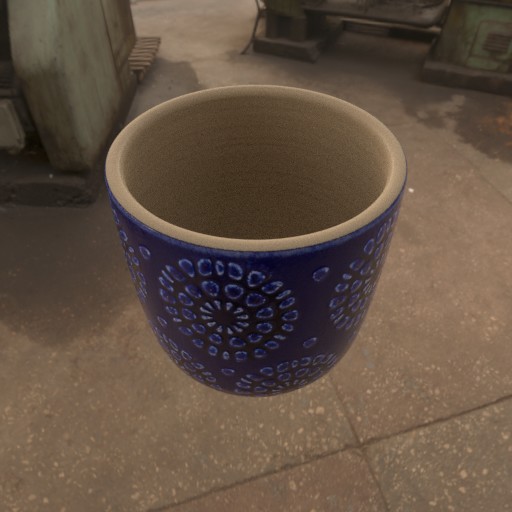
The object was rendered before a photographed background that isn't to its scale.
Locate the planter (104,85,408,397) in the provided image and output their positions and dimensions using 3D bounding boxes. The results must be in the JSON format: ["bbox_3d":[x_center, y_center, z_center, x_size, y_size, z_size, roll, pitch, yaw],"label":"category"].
[{"bbox_3d":[0.000,0.000,0.200,0.109,0.112,0.109,0,45,0],"label":"planter"}]
